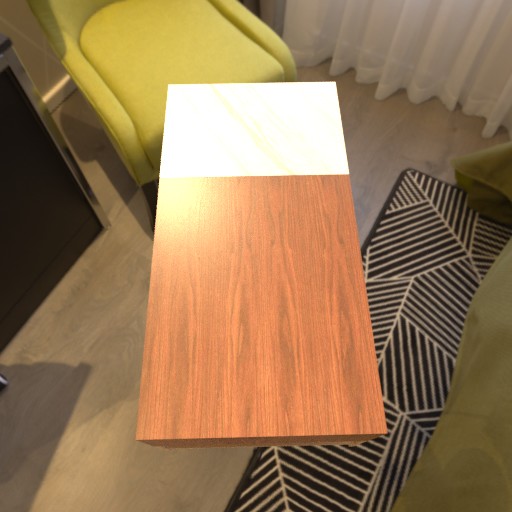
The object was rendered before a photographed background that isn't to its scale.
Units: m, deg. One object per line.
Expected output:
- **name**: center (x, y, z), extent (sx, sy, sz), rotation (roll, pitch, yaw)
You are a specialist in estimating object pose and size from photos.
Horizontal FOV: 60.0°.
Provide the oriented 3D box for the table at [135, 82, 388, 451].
- **table**: center (0.000, 0.000, 1.986), extent (0.789, 0.551, 1.553), rotation (-1, 63, -1)
